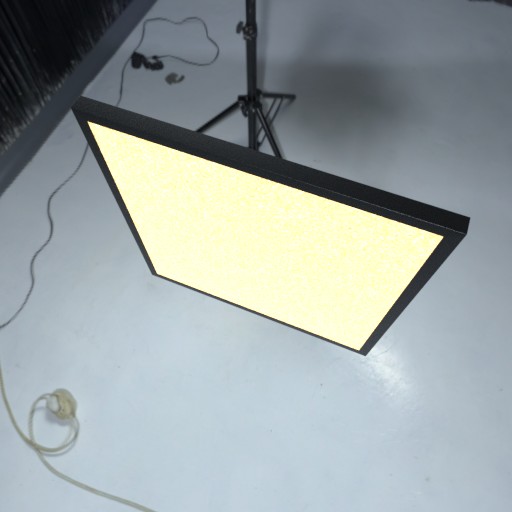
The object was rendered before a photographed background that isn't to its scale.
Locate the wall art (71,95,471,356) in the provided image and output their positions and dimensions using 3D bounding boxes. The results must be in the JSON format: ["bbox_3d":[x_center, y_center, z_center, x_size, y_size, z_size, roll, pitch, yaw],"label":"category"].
[{"bbox_3d":[0.000,0.000,1.130,0.756,0.755,0.036,20,64,10],"label":"wall art"}]
